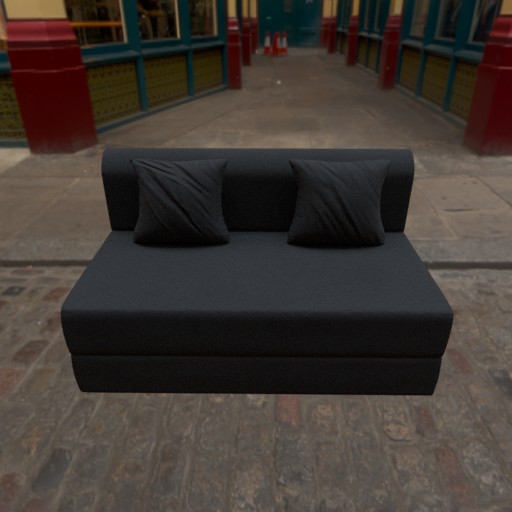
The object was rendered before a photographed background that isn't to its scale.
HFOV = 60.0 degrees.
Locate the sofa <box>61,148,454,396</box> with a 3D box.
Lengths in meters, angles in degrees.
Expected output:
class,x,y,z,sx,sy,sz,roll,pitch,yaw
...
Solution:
class,x,y,z,sx,sy,sz,roll,pitch,yaw
sofa,0.000,0.000,1.684,1.225,0.670,0.762,0,29,1
